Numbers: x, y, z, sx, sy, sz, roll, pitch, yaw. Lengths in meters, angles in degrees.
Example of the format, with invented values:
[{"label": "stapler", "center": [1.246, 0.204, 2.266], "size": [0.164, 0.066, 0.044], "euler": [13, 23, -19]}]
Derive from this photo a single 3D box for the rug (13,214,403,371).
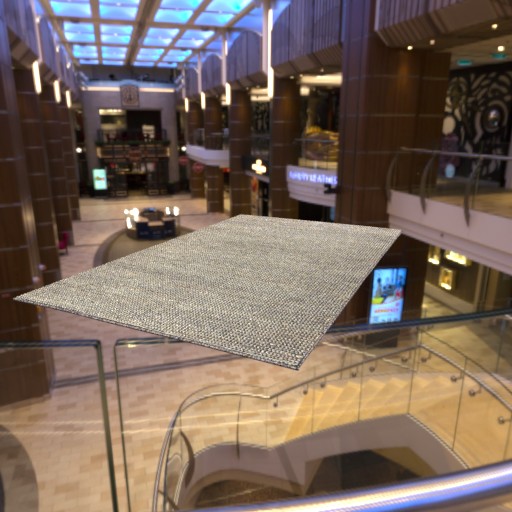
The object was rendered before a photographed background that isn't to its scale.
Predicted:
[{"label": "rug", "center": [0.000, 0.000, 2.964], "size": [1.538, 0.021, 2.443], "euler": [8, 18, 25]}]
